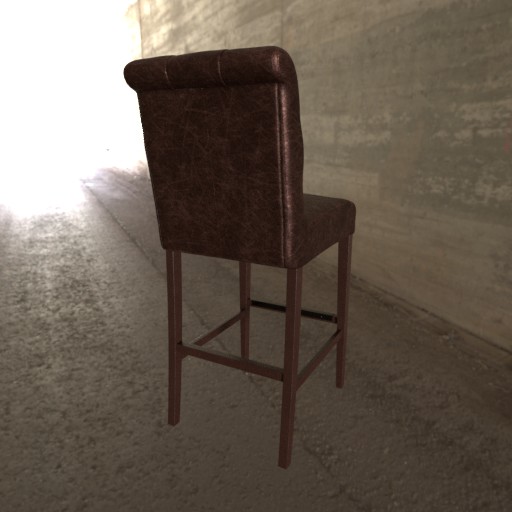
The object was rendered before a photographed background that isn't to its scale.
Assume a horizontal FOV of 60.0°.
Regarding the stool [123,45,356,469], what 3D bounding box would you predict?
[{"bbox_3d":[0.000,0.000,1.477,0.483,1.168,0.659,8,17,28],"label":"stool"}]
